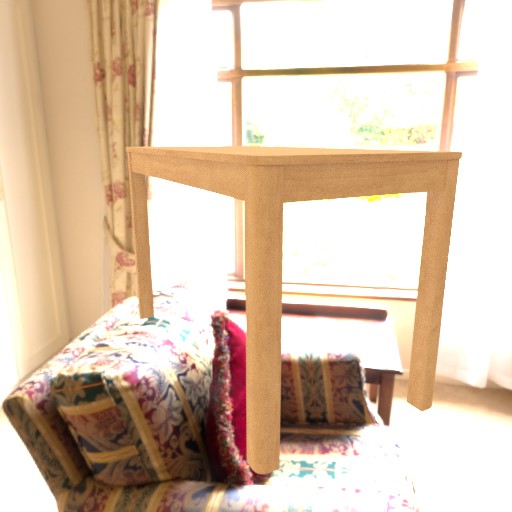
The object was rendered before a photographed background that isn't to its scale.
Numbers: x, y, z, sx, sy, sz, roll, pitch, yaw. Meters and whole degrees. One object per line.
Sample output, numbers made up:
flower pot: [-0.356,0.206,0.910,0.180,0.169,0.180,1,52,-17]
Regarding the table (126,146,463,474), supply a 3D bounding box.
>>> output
table: [0.000,0.000,1.912,0.750,0.900,1.400,-8,17,-27]
